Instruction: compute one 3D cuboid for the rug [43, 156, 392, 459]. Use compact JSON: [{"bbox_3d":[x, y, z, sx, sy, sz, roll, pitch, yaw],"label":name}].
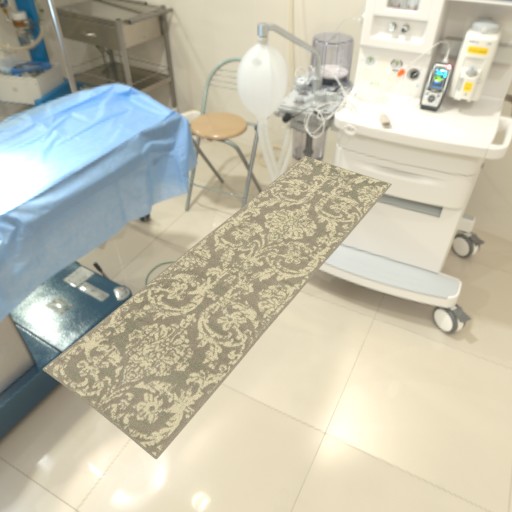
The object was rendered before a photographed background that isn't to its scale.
[{"bbox_3d":[0.000,0.000,2.393,0.662,0.011,2.196,25,47,25],"label":"rug"}]
